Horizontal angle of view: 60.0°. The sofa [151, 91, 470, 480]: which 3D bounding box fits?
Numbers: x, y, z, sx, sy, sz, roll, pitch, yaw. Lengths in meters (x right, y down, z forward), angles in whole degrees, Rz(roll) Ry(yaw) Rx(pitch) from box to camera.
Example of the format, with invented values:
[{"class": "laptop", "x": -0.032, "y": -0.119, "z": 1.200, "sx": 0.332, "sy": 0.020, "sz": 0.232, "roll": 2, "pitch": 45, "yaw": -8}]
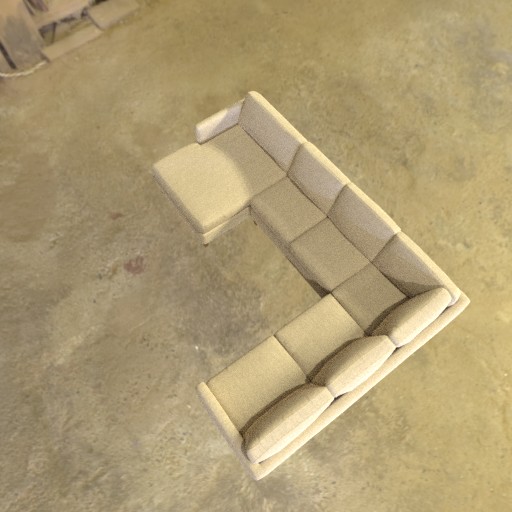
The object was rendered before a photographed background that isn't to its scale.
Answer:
[{"class": "sofa", "x": 0.000, "y": 0.000, "z": 4.702, "sx": 2.594, "sy": 0.961, "sz": 3.460, "roll": -34, "pitch": 68, "yaw": -16}]
